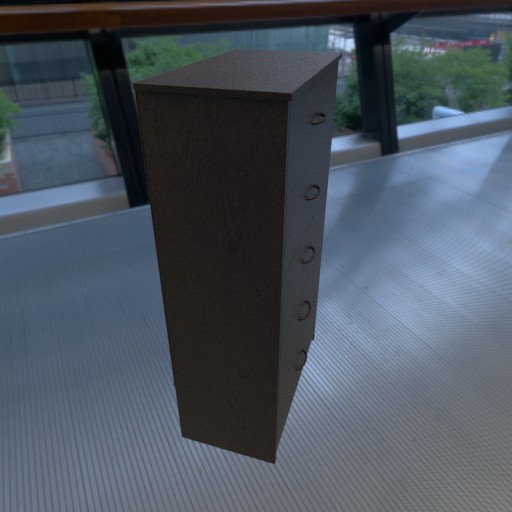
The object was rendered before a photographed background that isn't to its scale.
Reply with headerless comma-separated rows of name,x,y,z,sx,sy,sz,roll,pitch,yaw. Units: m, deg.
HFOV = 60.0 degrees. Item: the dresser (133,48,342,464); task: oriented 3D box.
dresser,0.000,0.000,1.567,0.418,1.254,0.704,9,32,15
